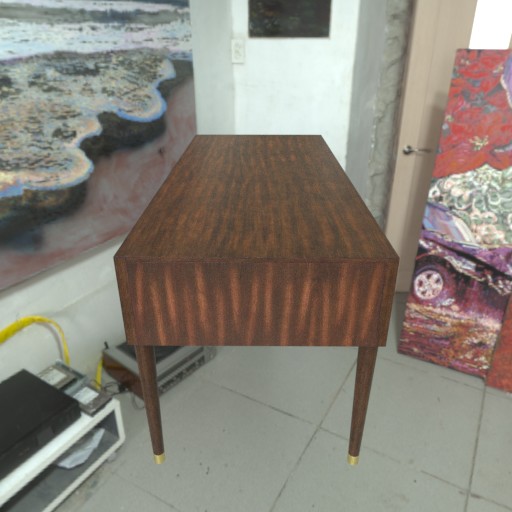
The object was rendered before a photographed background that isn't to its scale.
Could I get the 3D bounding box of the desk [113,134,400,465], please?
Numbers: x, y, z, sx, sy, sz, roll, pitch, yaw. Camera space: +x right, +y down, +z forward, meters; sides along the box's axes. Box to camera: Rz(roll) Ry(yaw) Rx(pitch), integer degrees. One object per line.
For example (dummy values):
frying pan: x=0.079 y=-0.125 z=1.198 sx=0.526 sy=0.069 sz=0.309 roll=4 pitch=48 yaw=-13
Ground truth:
desk: x=0.000 y=0.000 z=1.972 sx=0.724 sy=0.762 sz=1.575 roll=0 pitch=26 yaw=0
